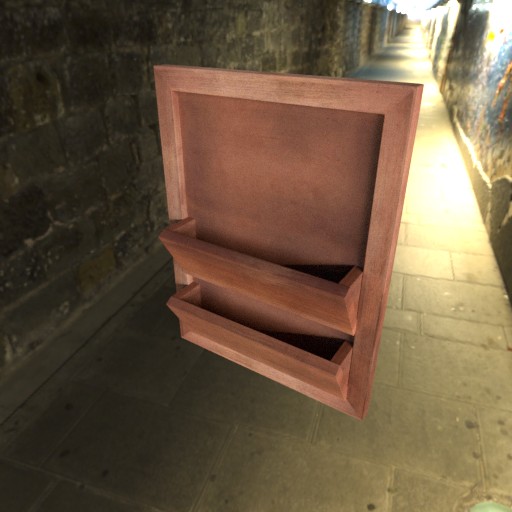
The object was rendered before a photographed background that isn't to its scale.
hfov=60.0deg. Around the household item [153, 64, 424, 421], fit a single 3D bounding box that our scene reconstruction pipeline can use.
[{"bbox_3d":[0.000,0.000,0.536,0.310,0.407,0.067,17,33,29],"label":"household item"}]
